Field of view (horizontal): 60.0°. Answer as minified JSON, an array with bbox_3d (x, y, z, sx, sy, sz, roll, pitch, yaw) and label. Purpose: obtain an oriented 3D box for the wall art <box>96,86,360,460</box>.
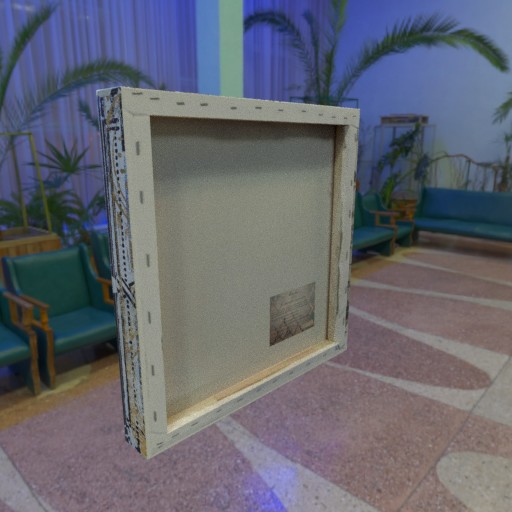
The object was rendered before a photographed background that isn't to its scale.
[{"bbox_3d":[0.000,0.000,0.462,0.302,0.306,0.038,-14,20,-43],"label":"wall art"}]
